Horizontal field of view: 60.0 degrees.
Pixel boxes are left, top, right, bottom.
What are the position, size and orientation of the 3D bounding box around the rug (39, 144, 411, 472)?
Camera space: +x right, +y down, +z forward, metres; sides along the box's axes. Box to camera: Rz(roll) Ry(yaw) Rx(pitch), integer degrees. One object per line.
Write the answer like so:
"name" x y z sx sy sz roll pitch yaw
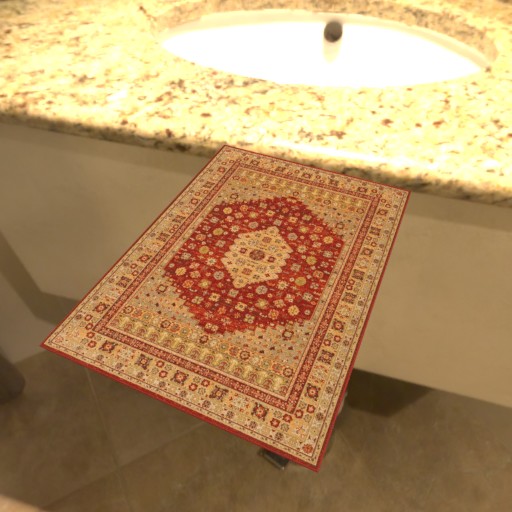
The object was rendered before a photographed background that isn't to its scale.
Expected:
"rug" 0.000 0.000 2.887 1.593 0.013 2.211 18 48 17
